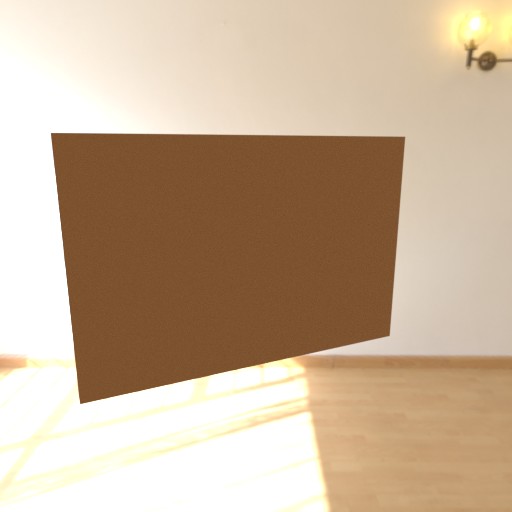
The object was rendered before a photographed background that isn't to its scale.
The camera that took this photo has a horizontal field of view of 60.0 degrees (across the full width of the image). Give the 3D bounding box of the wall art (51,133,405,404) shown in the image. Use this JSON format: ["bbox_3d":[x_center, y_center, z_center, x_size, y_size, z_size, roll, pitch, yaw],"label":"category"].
[{"bbox_3d":[0.000,0.000,1.156,0.915,0.608,0.033,-6,15,-24],"label":"wall art"}]
